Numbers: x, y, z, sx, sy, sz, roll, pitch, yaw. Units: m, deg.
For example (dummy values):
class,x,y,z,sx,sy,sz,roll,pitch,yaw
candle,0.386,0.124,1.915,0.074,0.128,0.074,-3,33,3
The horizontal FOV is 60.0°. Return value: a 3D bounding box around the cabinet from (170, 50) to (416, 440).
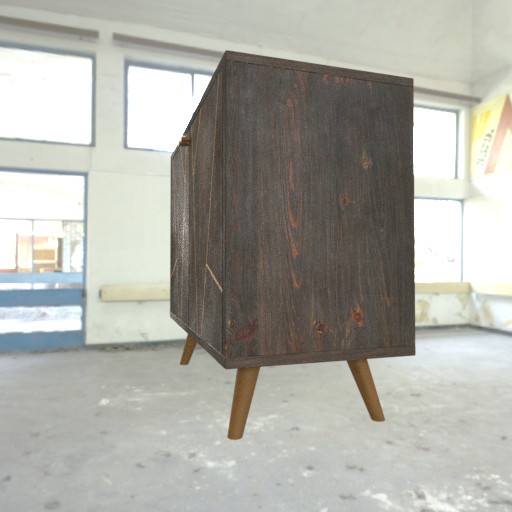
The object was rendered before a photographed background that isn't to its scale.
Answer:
class,x,y,z,sx,sy,sz,roll,pitch,yaw
cabinet,0.000,0.000,1.537,0.529,0.897,1.023,0,-1,-18
